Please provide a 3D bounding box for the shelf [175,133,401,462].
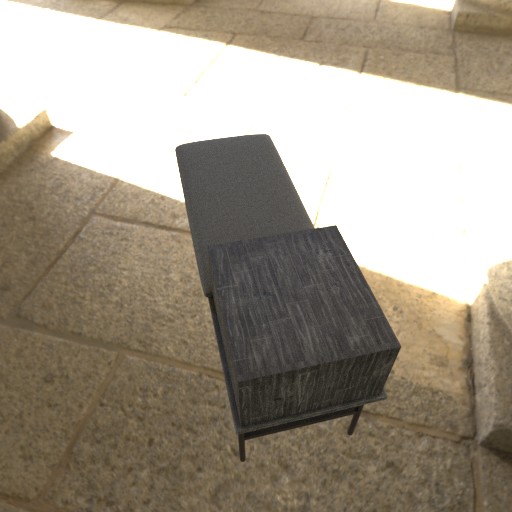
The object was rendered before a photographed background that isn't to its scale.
[{"bbox_3d":[0.000,0.000,1.690,0.457,0.633,1.342,-10,47,-9],"label":"shelf"}]
